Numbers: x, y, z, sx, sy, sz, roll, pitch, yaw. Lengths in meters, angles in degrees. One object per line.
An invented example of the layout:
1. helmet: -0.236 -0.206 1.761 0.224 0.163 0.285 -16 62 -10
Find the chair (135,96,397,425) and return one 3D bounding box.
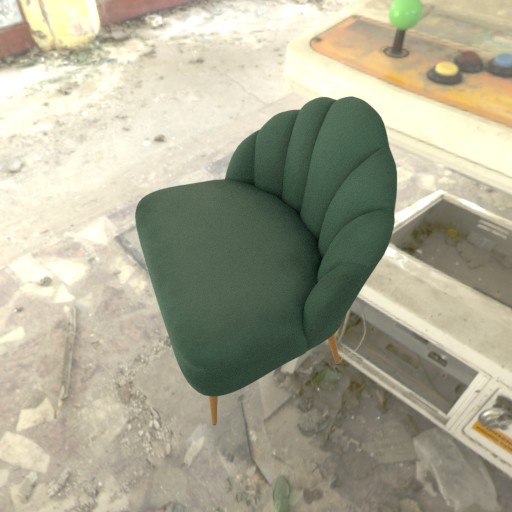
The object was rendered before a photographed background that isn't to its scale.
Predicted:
1. chair: 0.000 0.000 1.272 0.599 0.819 0.657 -16 49 -15
